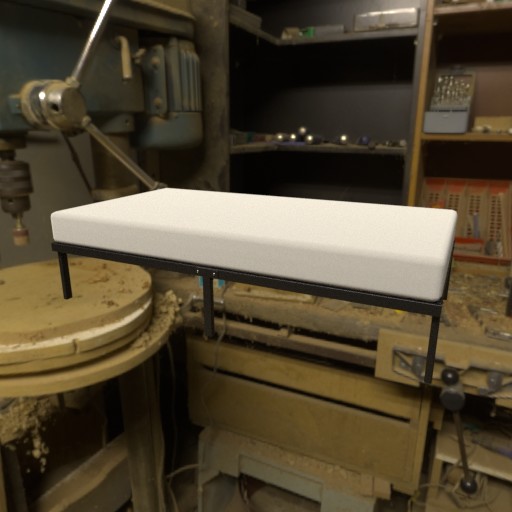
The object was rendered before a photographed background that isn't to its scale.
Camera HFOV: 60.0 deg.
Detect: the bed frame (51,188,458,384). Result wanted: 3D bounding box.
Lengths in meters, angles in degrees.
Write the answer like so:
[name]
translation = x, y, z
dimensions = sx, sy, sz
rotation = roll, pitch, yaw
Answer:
[bed frame]
translation = 0.000, 0.000, 3.282
dimensions = 2.635, 0.680, 1.393
rotation = 8, 19, 25
